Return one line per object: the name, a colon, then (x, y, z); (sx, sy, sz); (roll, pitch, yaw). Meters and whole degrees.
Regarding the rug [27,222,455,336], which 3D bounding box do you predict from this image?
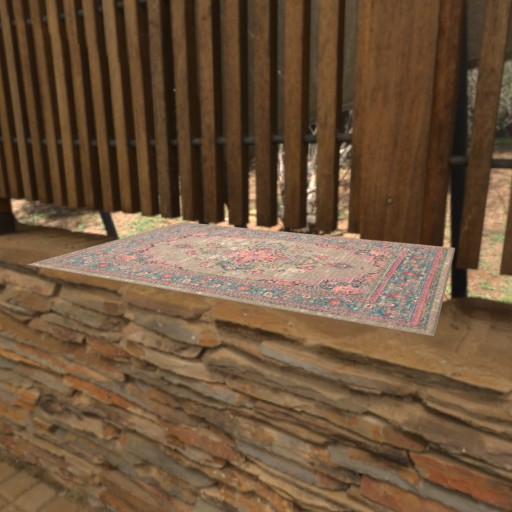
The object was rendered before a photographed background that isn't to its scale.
rug: (0.000, 0.000, 3.614); (2.890, 0.013, 2.005); (7, 16, 25)
